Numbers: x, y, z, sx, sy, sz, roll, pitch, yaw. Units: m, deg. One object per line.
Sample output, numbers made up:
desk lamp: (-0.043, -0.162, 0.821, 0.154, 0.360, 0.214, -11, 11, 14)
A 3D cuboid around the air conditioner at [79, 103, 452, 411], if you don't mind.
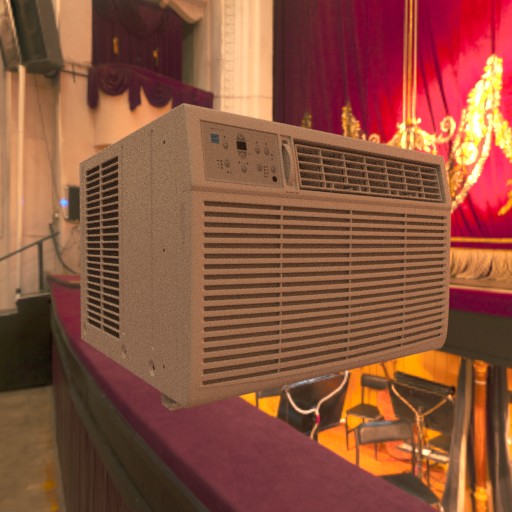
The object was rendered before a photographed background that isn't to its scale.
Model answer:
air conditioner: (0.000, 0.000, 1.038, 0.645, 0.455, 0.599, -1, 2, -36)
